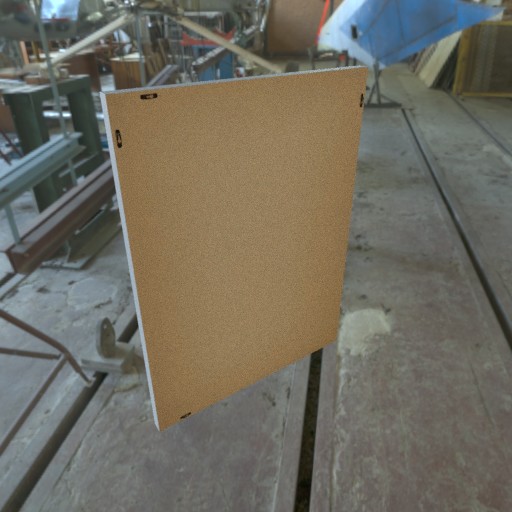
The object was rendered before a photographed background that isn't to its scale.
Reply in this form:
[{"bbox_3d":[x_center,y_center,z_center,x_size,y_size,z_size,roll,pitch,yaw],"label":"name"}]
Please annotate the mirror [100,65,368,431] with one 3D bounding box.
[{"bbox_3d":[0.000,0.000,1.346,0.762,1.016,0.040,-19,35,-30],"label":"mirror"}]
